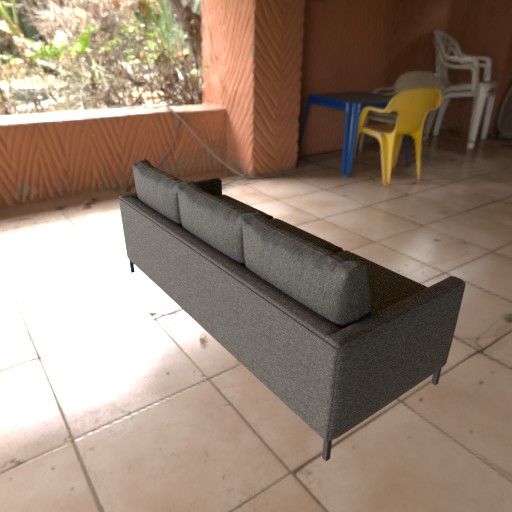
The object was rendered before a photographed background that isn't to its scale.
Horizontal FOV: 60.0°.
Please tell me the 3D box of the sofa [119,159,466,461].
[{"bbox_3d":[0.000,0.000,2.734,0.876,0.879,2.253,-18,31,-32],"label":"sofa"}]
